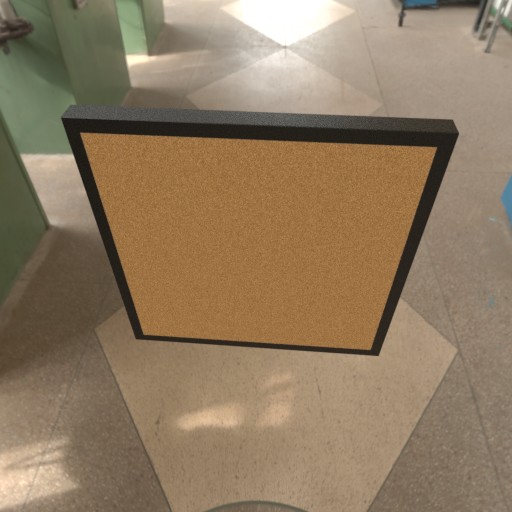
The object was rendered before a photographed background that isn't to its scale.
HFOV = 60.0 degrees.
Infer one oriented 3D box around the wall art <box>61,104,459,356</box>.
[{"bbox_3d":[0.000,0.000,0.754,0.508,0.508,0.036,3,45,3],"label":"wall art"}]
